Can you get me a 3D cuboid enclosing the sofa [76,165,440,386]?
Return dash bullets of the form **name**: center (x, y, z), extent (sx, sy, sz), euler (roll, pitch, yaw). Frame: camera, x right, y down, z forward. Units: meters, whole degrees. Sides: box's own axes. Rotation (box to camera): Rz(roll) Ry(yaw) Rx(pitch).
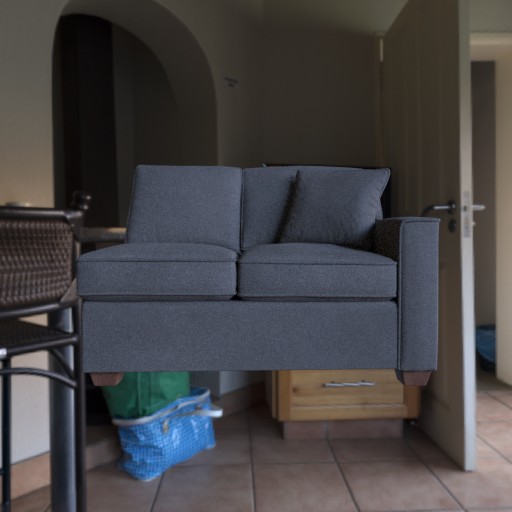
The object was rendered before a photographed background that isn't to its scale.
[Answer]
- **sofa**: center (0.000, 0.000, 2.129), extent (1.388, 0.989, 0.991), euler (0, 1, 0)
